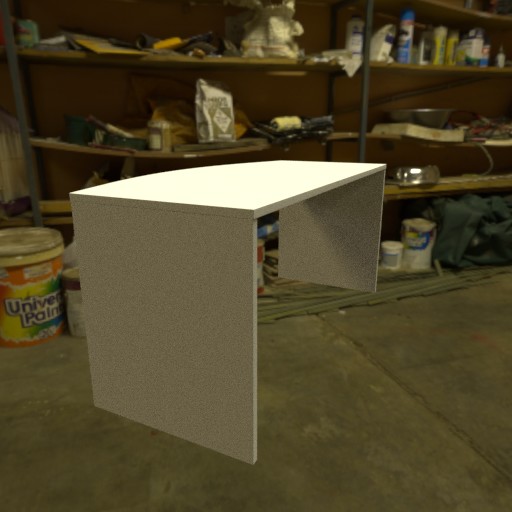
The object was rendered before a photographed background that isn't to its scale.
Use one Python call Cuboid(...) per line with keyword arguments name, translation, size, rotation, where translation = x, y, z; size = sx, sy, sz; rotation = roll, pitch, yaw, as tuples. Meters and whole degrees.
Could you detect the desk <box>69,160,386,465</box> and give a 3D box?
Cuboid(name="desk", translation=(0.000, 0.000, 2.042), size=(0.802, 0.750, 1.600), rotation=(8, 18, 26))
